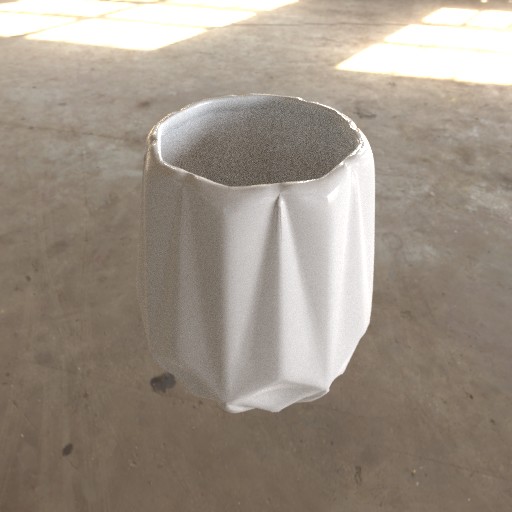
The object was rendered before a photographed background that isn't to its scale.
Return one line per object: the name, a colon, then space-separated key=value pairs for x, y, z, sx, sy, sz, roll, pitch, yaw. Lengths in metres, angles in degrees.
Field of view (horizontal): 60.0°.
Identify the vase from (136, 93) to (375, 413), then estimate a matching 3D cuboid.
vase: x=0.000 y=0.000 z=0.255 sx=0.141 sy=0.152 sz=0.141 roll=0 pitch=41 yaw=0
